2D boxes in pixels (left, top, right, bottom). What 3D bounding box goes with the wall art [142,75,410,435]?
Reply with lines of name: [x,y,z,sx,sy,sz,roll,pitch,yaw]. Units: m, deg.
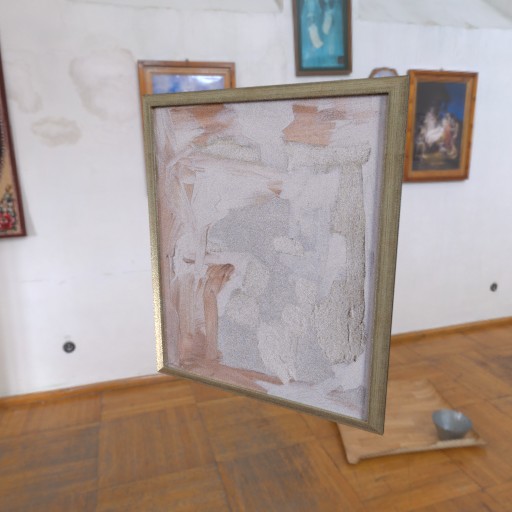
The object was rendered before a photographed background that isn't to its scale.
wall art: [0.000,0.000,0.916,0.559,0.660,0.018,7,15,27]
